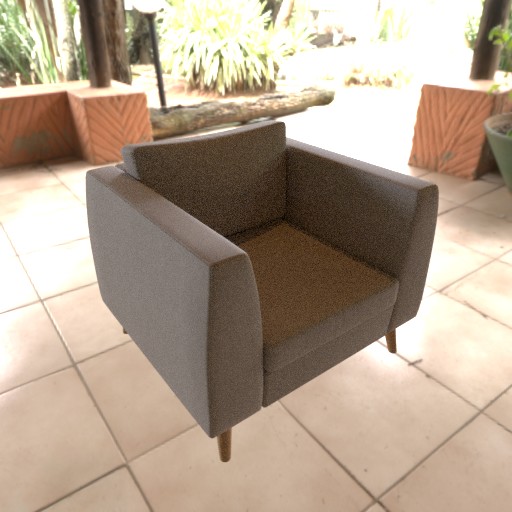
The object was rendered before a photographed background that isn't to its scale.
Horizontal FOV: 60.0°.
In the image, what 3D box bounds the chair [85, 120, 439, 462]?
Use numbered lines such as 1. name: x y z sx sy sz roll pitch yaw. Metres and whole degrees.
1. chair: 0.000 0.000 1.739 1.000 0.860 0.930 -20 35 -32
